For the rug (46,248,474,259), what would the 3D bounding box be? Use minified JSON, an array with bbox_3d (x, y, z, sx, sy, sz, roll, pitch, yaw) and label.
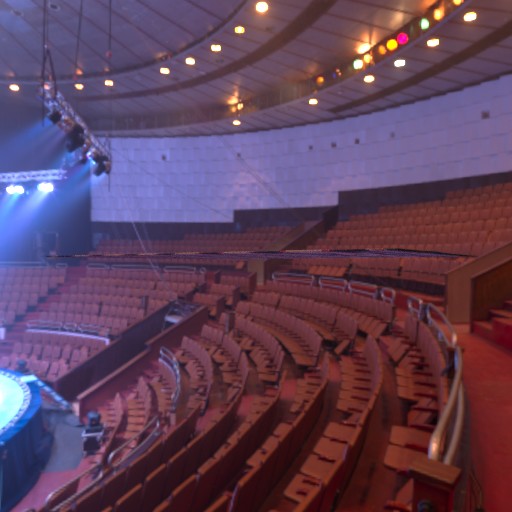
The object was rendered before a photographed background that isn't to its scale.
[{"bbox_3d":[0.000,0.000,2.850,2.311,0.010,1.522,-1,-1,35],"label":"rug"}]
